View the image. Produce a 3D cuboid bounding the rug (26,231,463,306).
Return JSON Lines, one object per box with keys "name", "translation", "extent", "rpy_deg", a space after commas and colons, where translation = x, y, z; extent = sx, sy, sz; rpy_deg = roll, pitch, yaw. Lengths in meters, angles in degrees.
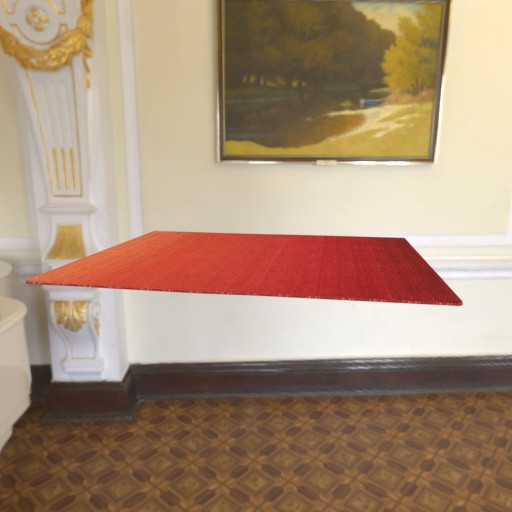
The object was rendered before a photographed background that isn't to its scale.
{"name": "rug", "translation": [0.000, 0.000, 3.970], "extent": [2.905, 0.028, 2.340], "rpy_deg": [2, 12, 10]}
